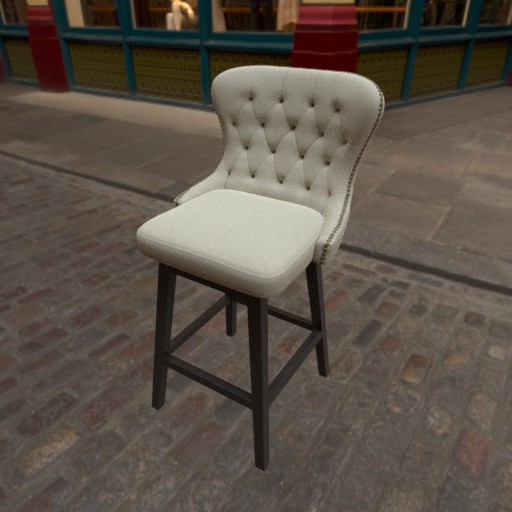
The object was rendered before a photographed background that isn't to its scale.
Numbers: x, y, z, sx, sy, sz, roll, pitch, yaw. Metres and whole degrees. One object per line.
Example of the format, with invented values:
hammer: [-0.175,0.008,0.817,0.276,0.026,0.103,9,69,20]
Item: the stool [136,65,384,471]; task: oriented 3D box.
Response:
stool: [0.000,0.000,1.307,0.528,0.971,0.593,18,35,27]
